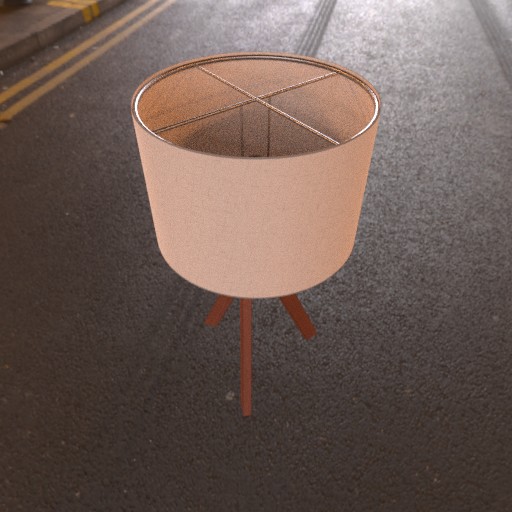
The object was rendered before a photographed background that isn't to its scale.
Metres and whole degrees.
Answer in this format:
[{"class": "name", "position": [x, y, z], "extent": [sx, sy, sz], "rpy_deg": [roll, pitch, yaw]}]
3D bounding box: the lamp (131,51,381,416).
[{"class": "lamp", "position": [0.000, 0.000, 0.919], "extent": [0.380, 0.686, 0.380], "rpy_deg": [-28, 50, -26]}]
